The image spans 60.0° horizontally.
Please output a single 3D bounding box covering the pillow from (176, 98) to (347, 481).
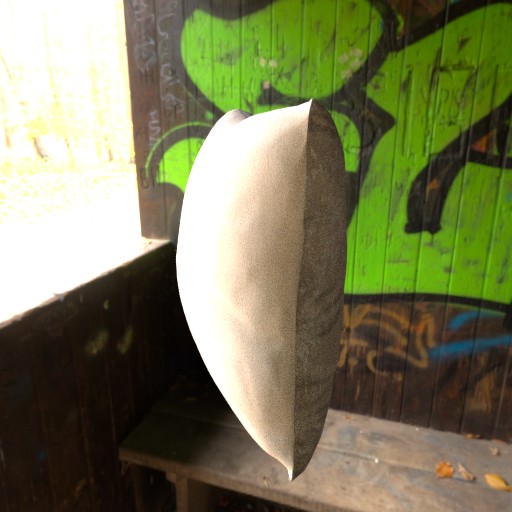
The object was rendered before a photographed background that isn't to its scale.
[{"bbox_3d":[0.000,0.000,0.691,0.245,0.448,0.450,-3,17,-10],"label":"pillow"}]
